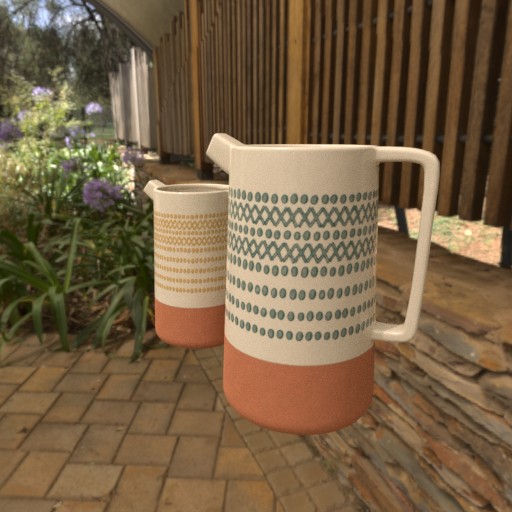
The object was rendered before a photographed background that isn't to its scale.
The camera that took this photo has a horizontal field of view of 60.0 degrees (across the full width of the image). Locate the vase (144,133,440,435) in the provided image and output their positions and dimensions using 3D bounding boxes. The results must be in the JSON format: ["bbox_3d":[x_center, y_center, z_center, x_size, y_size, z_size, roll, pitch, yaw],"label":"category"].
[{"bbox_3d":[0.000,0.000,0.464,0.168,0.247,0.326,-8,17,-26],"label":"vase"}]
